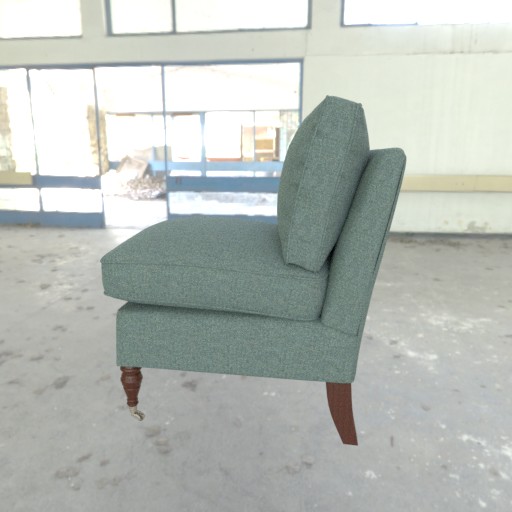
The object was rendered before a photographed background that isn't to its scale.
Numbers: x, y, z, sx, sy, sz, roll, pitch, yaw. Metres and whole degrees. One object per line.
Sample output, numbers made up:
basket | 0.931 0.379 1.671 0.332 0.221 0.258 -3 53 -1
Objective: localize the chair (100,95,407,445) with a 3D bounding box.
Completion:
chair | 0.000 0.000 1.421 0.796 0.901 0.624 2 13 9
